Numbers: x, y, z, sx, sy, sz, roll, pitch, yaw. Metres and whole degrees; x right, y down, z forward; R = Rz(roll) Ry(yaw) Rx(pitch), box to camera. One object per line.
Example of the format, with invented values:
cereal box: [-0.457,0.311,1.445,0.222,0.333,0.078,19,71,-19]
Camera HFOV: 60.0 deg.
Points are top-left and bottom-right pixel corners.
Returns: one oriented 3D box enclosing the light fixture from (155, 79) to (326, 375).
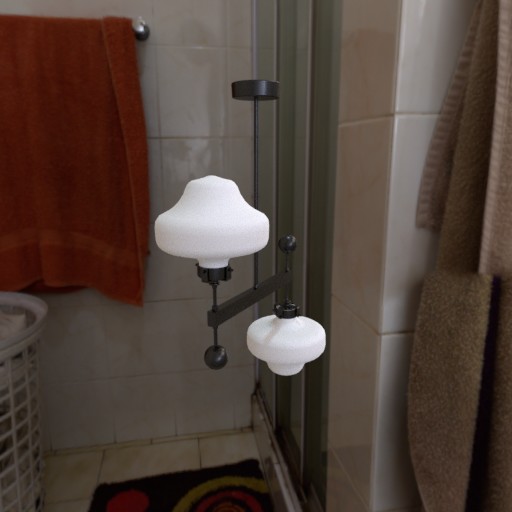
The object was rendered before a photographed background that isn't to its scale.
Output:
light fixture: [0.000,0.000,1.014,0.422,0.743,0.489,-2,14,-8]
